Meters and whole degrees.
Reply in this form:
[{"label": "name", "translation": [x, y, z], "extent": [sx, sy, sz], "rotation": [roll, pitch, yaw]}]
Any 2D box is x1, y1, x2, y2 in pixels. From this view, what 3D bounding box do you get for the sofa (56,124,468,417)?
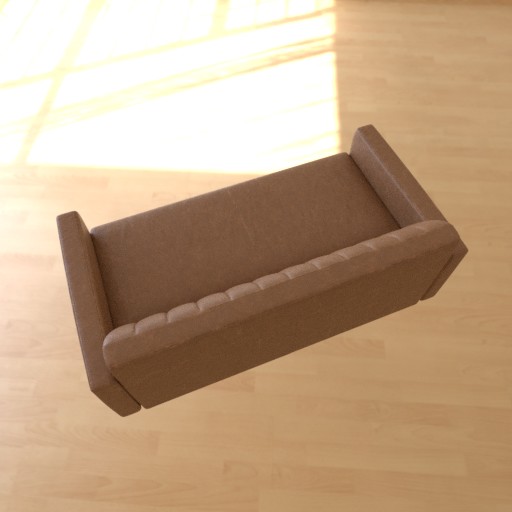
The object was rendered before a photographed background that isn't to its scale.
[{"label": "sofa", "translation": [0.000, 0.000, 2.389], "extent": [1.847, 0.821, 0.993], "rotation": [-19, 60, -11]}]
